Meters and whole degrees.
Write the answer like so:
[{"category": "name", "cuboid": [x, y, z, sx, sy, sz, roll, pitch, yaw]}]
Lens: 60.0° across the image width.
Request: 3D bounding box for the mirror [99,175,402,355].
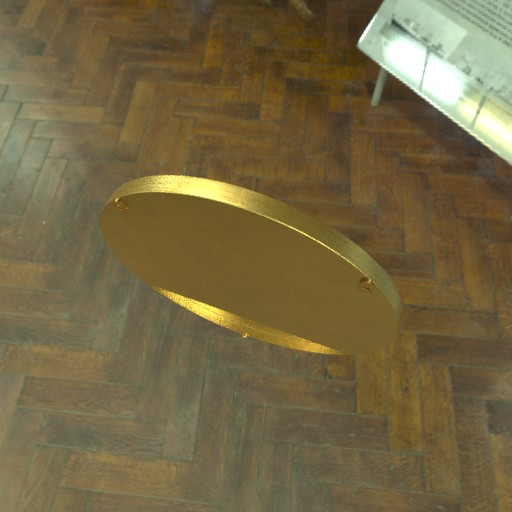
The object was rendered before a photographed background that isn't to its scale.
[{"category": "mirror", "cuboid": [0.000, 0.000, 0.694, 0.457, 0.457, 0.133, 18, 64, 9]}]
